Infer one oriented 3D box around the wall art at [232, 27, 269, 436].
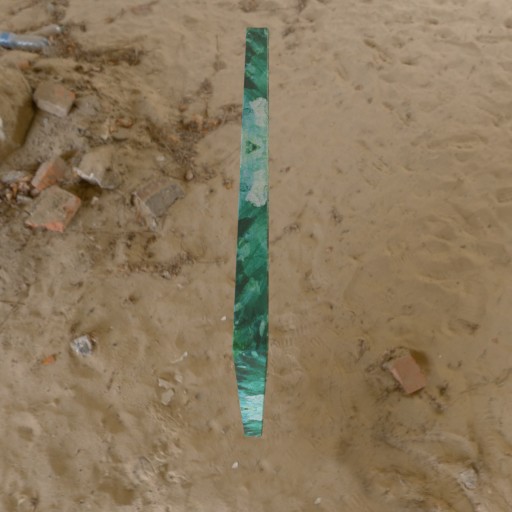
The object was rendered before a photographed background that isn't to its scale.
[{"bbox_3d":[0.000,0.000,0.760,0.038,0.508,0.507,1,60,0],"label":"wall art"}]
